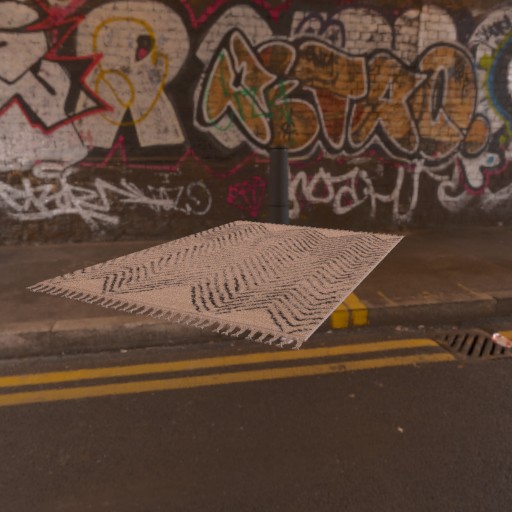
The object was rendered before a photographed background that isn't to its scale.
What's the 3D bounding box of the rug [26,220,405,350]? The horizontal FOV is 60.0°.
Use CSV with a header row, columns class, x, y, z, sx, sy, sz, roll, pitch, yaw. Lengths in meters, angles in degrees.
class,x,y,z,sx,sy,sz,roll,pitch,yaw
rug,0.000,0.000,2.354,1.230,0.014,1.847,7,16,27
